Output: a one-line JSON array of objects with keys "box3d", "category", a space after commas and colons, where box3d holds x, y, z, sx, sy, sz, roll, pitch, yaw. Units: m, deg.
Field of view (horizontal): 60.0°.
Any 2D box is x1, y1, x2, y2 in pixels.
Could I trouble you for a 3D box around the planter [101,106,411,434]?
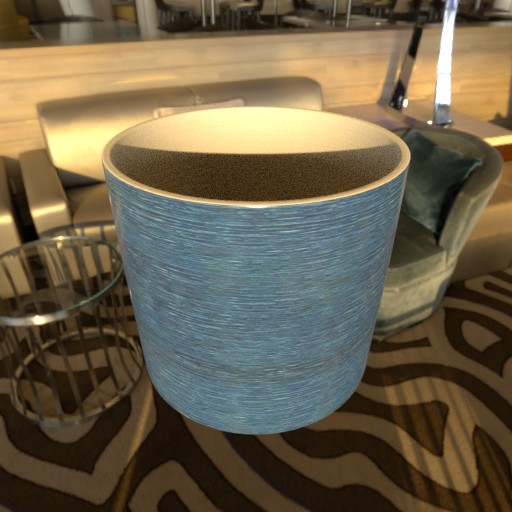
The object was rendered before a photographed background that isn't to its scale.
[{"box3d": [0.000, 0.000, 0.384, 0.221, 0.201, 0.221, 0, 32, 0], "category": "planter"}]
